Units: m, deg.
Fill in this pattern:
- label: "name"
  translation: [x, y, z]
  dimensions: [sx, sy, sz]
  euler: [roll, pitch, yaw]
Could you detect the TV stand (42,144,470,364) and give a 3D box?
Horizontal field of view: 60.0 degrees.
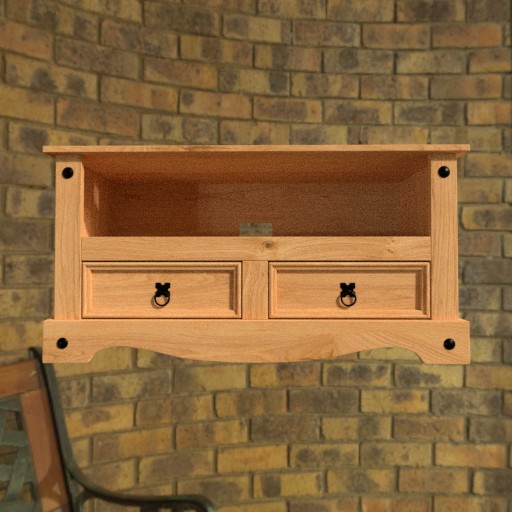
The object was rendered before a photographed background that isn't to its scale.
- label: "TV stand"
  translation: [0.000, 0.000, 1.326]
  dimensions: [1.080, 0.550, 0.440]
  euler: [0, -1, 1]
